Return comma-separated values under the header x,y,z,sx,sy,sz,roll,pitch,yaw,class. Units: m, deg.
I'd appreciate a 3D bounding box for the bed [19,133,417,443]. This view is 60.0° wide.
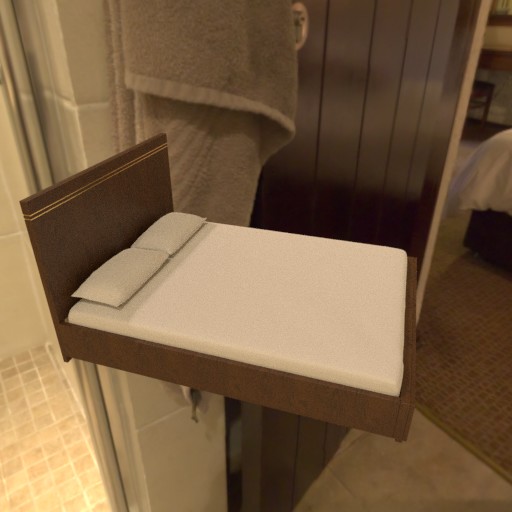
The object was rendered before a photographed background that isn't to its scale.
x,y,z,sx,sy,sz,roll,pitch,yaw,class
0.000,0.000,3.097,2.221,1.169,1.613,9,30,16,bed
